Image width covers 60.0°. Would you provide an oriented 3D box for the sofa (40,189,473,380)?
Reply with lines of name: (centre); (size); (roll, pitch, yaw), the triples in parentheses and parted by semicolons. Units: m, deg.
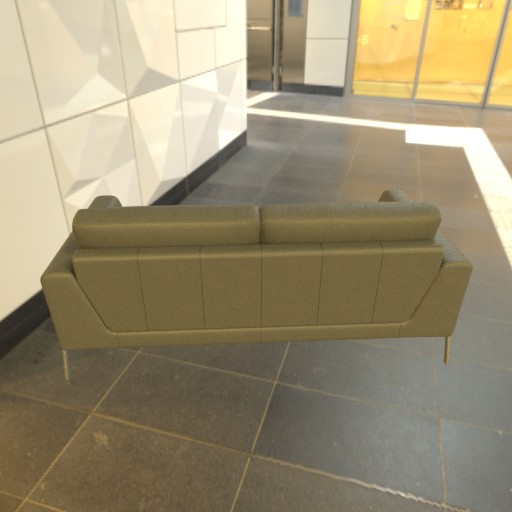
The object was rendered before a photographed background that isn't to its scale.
sofa: (0.000, 0.000, 2.513); (2.017, 0.875, 0.953); (-2, 30, -3)
